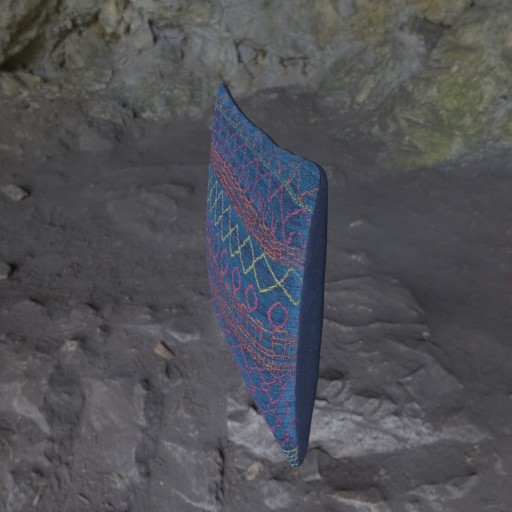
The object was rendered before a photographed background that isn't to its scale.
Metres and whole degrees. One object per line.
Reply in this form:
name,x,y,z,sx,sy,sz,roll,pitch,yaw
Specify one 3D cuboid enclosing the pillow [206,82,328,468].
pillow,0.000,0.000,0.669,0.141,0.431,0.431,-8,31,-13
